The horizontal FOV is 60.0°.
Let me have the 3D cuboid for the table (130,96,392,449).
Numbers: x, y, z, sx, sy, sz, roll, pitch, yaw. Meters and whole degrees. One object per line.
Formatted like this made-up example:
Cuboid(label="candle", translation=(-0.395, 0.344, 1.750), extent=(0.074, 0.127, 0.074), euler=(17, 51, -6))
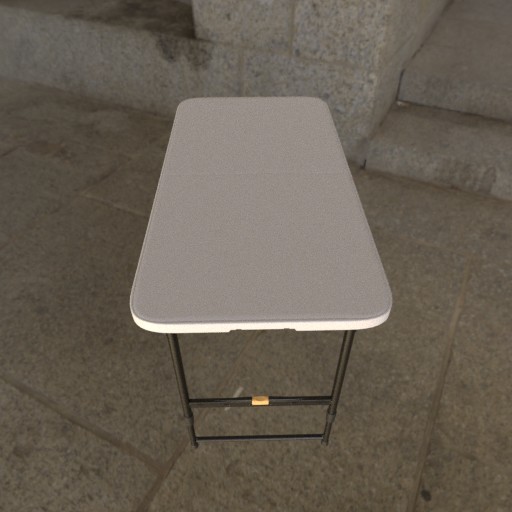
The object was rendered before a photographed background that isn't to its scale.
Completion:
Cuboid(label="table", translation=(0.000, 0.000, 1.676), extent=(0.611, 0.737, 1.245), euler=(-1, 42, -1))
